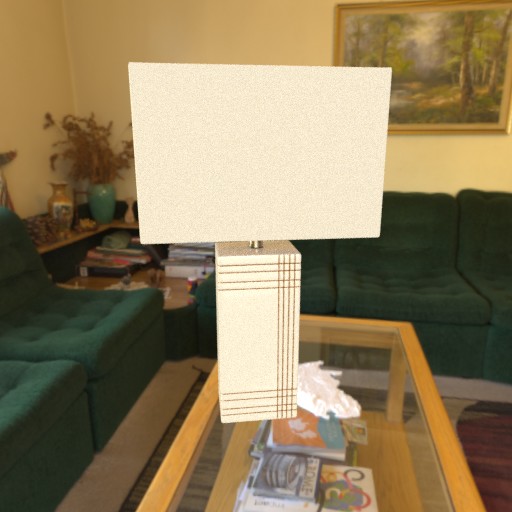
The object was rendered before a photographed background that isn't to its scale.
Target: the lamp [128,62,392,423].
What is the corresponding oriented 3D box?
[{"bbox_3d":[0.000,0.000,0.710,0.334,0.543,0.182,-2,15,-7],"label":"lamp"}]
